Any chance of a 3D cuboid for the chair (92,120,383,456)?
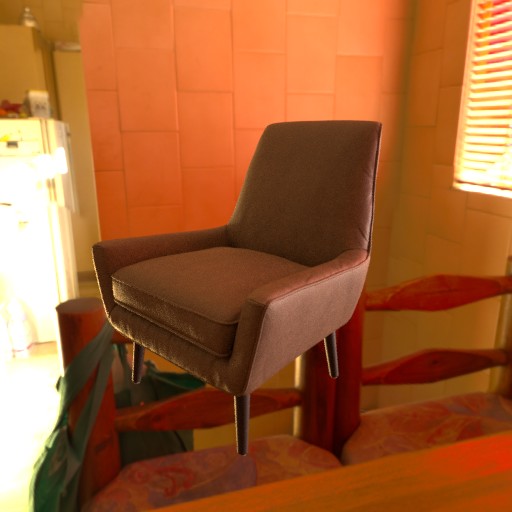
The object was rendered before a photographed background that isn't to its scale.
[{"bbox_3d":[0.000,0.000,1.497,0.787,0.888,0.824,14,21,41],"label":"chair"}]
